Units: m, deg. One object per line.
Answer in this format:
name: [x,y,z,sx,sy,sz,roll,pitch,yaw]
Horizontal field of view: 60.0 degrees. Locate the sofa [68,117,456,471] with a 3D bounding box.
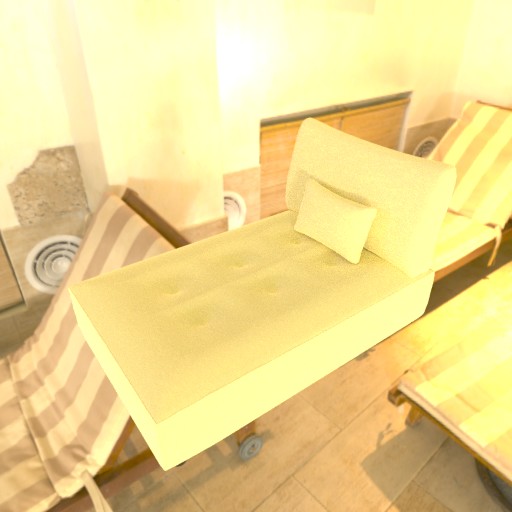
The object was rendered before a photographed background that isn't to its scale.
sofa: [0.000,0.000,1.982,1.450,0.820,0.930,-21,38,-30]
